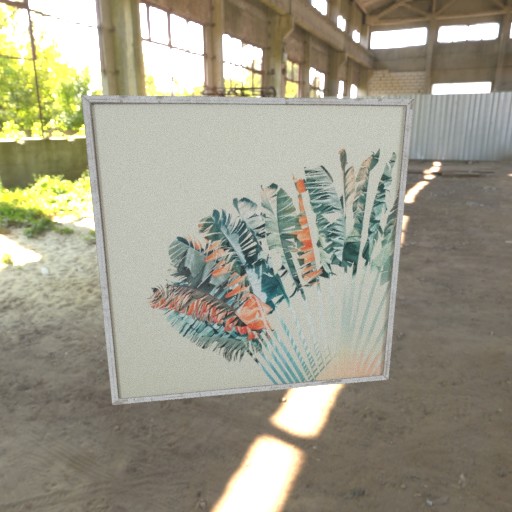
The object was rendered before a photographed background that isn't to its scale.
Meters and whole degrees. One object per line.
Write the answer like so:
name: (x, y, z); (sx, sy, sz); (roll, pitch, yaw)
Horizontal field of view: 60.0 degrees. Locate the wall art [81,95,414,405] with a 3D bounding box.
wall art: (0.000, 0.000, 1.123); (0.760, 0.757, 0.038); (-3, 16, -9)
